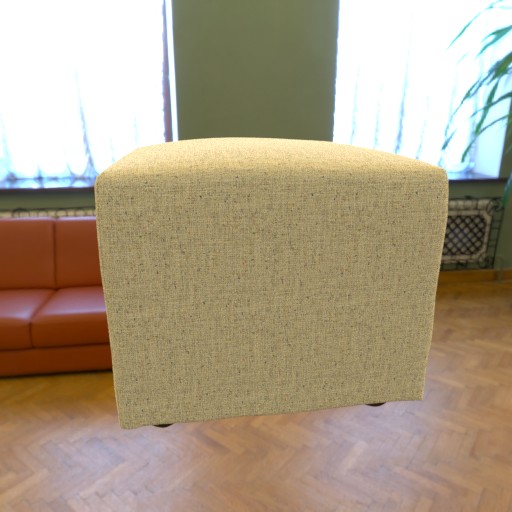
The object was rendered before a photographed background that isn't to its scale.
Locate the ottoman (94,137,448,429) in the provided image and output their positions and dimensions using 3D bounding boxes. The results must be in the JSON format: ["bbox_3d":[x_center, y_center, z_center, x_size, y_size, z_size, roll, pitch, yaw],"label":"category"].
[{"bbox_3d":[0.000,0.000,0.896,0.512,0.453,0.521,-3,18,-8],"label":"ottoman"}]
